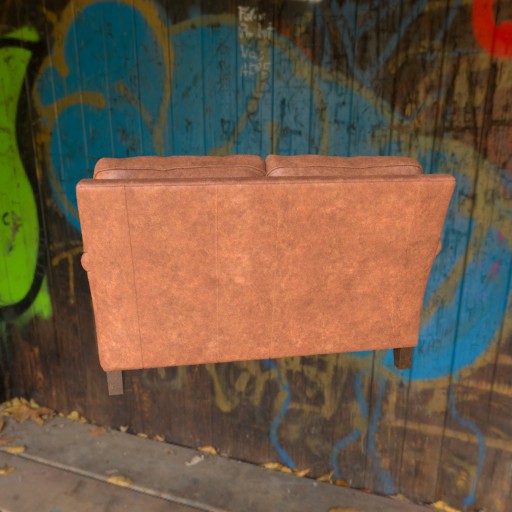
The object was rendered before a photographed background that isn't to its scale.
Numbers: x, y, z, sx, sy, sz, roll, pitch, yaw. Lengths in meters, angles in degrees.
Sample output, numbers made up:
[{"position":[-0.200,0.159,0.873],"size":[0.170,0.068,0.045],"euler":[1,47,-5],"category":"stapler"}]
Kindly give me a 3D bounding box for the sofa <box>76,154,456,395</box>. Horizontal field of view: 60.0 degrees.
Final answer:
[{"position":[0.000,0.000,2.215],"size":[1.527,1.004,1.077],"euler":[-2,15,-9],"category":"sofa"}]
